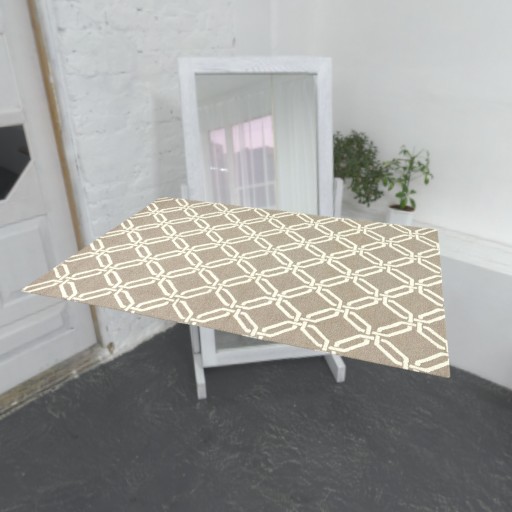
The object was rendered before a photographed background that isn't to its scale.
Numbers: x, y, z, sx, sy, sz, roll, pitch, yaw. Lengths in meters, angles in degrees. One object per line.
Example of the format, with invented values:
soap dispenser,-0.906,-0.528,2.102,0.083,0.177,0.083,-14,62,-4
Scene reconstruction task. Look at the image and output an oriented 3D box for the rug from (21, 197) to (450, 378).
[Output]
rug,0.000,0.000,4.326,3.419,0.020,2.441,9,29,16
